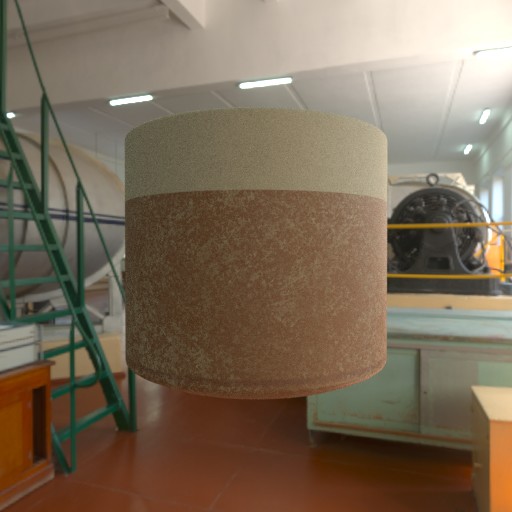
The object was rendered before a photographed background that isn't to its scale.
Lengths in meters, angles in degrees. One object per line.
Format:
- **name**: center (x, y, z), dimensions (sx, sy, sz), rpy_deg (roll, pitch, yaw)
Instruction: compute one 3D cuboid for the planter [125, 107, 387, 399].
- **planter**: center (0.000, 0.000, 0.280), dimensions (0.159, 0.138, 0.159), rpy_deg (0, 1, 0)
